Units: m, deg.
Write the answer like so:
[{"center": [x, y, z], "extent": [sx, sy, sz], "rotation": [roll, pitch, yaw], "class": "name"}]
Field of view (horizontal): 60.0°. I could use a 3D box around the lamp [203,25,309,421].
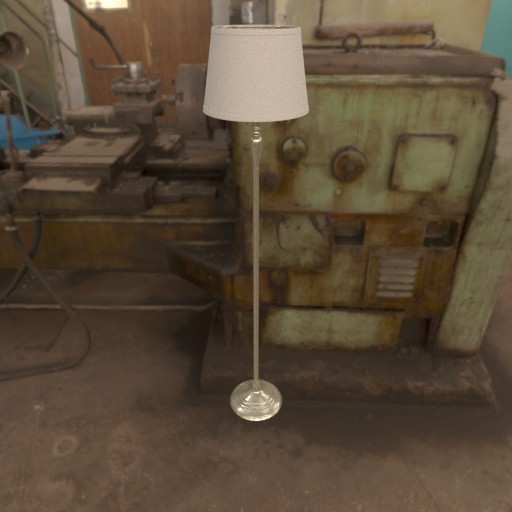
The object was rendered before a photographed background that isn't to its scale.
[{"center": [0.000, 0.000, 1.638], "extent": [0.327, 1.506, 0.327], "rotation": [-8, 31, -13], "class": "lamp"}]
